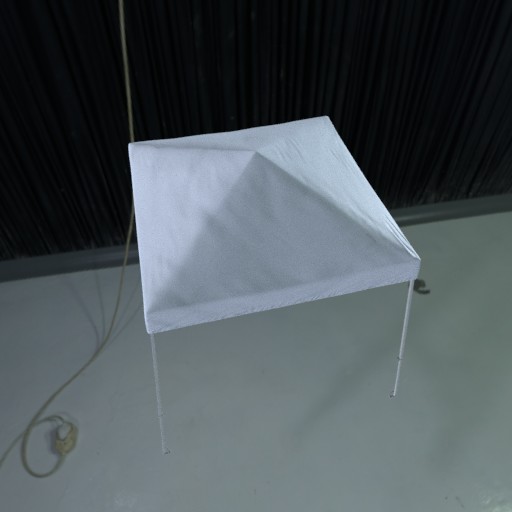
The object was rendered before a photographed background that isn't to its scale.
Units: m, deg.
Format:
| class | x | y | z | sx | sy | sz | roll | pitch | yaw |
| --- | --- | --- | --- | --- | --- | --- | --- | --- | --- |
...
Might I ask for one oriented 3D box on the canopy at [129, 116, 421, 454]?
| class | x | y | z | sx | sy | sz | roll | pitch | yaw |
| --- | --- | --- | --- | --- | --- | --- | --- | --- | --- |
| canopy | 0.000 | 0.000 | 6.376 | 3.599 | 3.600 | 3.600 | -11 | 50 | -9 |
